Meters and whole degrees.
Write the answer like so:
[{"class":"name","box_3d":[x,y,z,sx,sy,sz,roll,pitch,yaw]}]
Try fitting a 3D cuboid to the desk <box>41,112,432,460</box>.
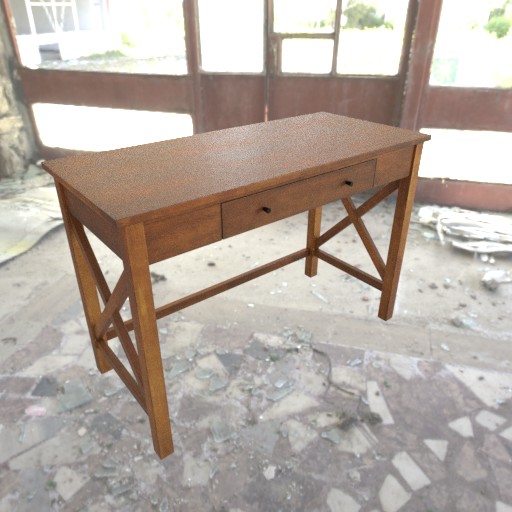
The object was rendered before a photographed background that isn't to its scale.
[{"class":"desk","box_3d":[0.000,0.000,1.542,1.117,0.762,0.508,-21,35,-33]}]
